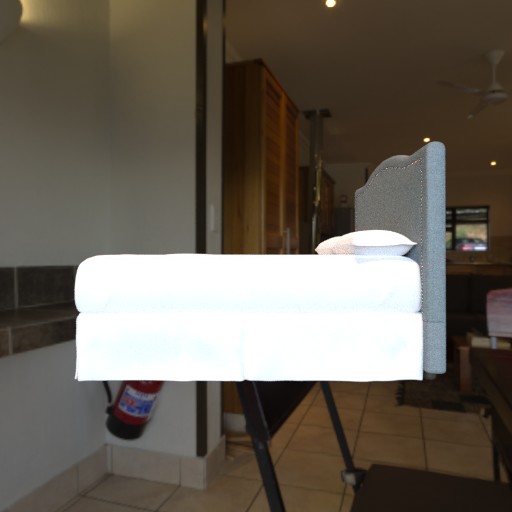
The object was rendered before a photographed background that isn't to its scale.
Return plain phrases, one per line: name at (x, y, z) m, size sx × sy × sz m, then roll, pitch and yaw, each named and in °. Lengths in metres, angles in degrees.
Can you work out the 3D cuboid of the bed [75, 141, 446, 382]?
bed at (0.000, 0.000, 3.350) m, size 2.143 × 1.460 × 1.753 m, roll 0°, pitch 0°, yaw -1°
